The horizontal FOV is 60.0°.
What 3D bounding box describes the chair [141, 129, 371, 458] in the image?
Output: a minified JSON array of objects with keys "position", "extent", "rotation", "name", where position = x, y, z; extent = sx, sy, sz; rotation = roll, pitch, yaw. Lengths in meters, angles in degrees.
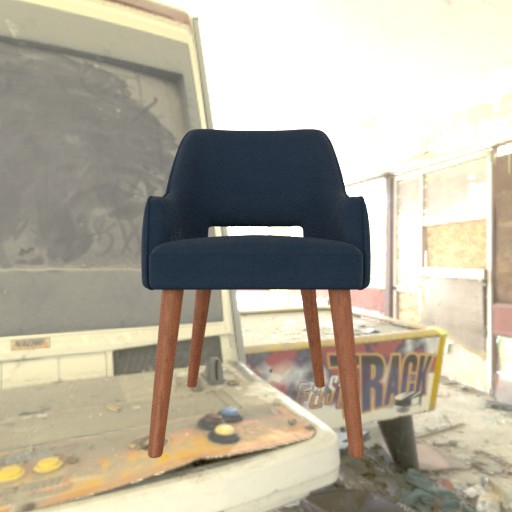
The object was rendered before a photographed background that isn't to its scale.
[{"position":[0.000,0.000,1.217],"extent":[0.559,0.844,0.591],"rotation":[0,0,0],"name":"chair"}]
